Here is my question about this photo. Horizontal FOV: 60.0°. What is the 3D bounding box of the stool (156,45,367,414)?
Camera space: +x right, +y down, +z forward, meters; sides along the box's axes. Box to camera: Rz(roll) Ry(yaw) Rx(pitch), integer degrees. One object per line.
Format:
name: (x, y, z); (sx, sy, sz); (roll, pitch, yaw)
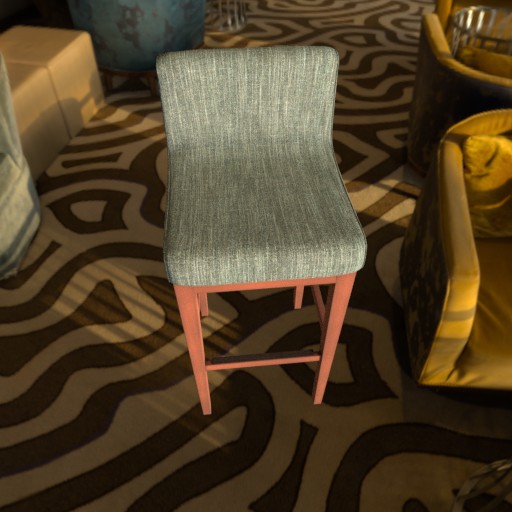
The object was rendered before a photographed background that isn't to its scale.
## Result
stool: (0.000, 0.000, 1.234); (0.426, 0.965, 0.499); (-4, 46, -4)
